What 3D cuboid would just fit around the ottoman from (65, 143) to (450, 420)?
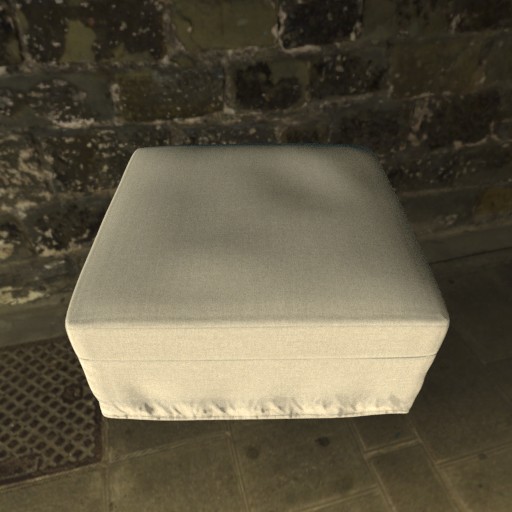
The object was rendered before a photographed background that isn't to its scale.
[{"bbox_3d":[0.000,0.000,1.341,0.843,0.436,0.840,-1,40,-1],"label":"ottoman"}]
